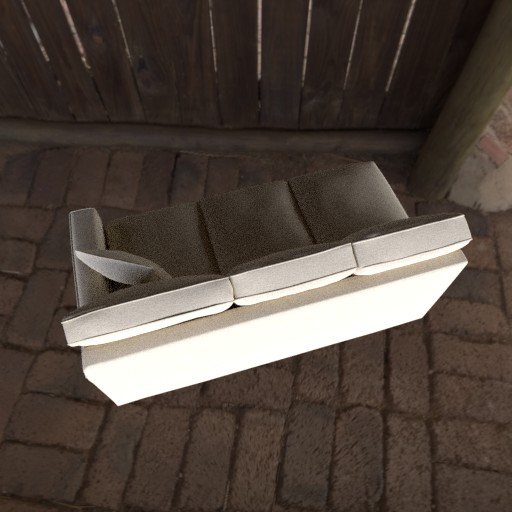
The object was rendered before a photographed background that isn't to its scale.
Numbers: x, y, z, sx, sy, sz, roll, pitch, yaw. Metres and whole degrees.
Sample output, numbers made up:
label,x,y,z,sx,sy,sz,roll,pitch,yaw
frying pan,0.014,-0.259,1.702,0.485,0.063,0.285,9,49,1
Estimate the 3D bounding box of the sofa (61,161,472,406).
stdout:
label,x,y,z,sx,sy,sz,roll,pitch,yaw
sofa,0.000,0.000,2.581,1.963,0.946,1.034,-14,60,-8
